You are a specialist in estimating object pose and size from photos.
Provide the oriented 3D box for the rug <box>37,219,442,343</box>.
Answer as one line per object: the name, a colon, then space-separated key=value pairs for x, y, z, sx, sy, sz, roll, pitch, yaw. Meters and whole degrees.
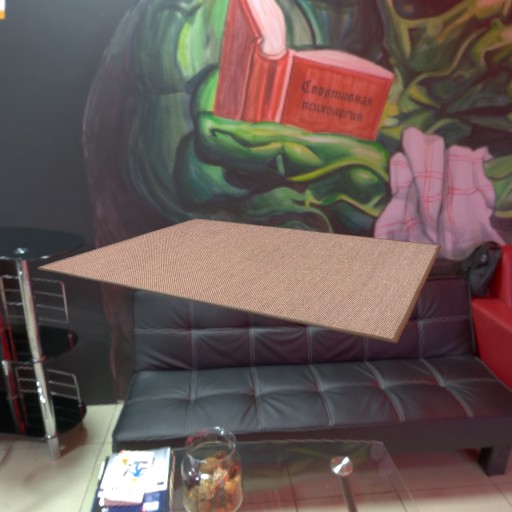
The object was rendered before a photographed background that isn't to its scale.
rug: x=0.000 y=0.000 z=4.170 sx=3.041 sy=0.020 sz=2.413 roll=8 pitch=18 yaw=26
